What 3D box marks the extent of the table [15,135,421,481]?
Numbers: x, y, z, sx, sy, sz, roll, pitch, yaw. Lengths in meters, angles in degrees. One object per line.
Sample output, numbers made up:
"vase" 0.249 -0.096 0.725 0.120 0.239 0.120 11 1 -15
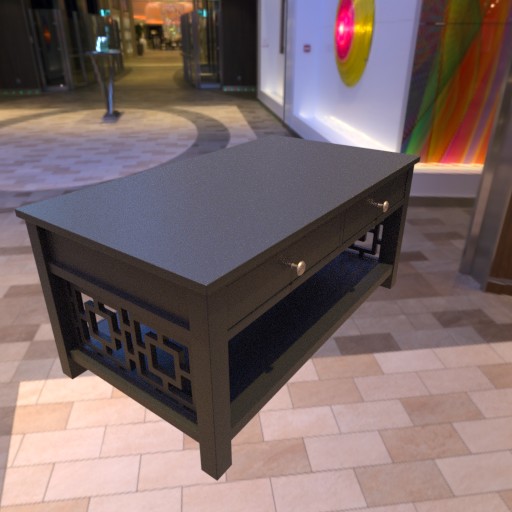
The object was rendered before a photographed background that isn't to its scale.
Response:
"table" 0.000 0.000 1.364 0.612 0.493 1.068 18 32 32
